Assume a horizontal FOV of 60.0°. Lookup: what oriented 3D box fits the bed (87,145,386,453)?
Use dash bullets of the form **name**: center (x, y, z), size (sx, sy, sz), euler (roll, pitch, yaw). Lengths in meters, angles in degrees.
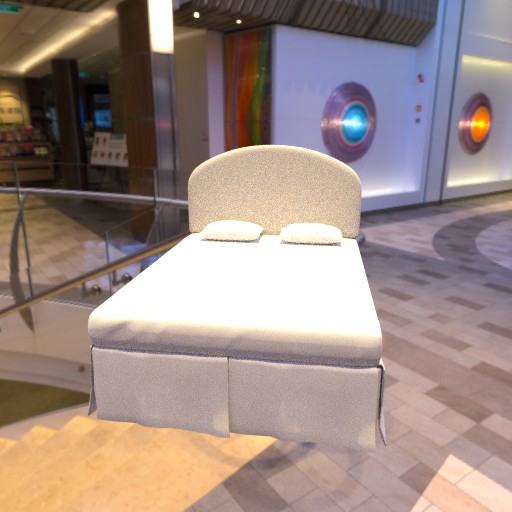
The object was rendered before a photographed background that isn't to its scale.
- **bed**: center (0.000, 0.000, 3.046), size (1.607, 1.410, 2.005), euler (2, 16, 8)
